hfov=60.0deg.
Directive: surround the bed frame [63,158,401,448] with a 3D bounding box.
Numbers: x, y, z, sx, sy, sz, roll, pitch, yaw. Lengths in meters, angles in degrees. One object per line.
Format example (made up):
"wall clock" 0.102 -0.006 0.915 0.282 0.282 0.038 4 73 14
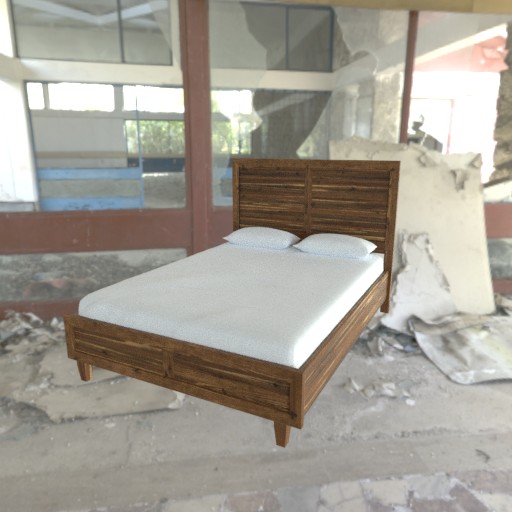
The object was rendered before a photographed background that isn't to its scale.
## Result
"bed frame" 0.000 0.000 3.472 1.696 1.417 2.276 7 16 27
